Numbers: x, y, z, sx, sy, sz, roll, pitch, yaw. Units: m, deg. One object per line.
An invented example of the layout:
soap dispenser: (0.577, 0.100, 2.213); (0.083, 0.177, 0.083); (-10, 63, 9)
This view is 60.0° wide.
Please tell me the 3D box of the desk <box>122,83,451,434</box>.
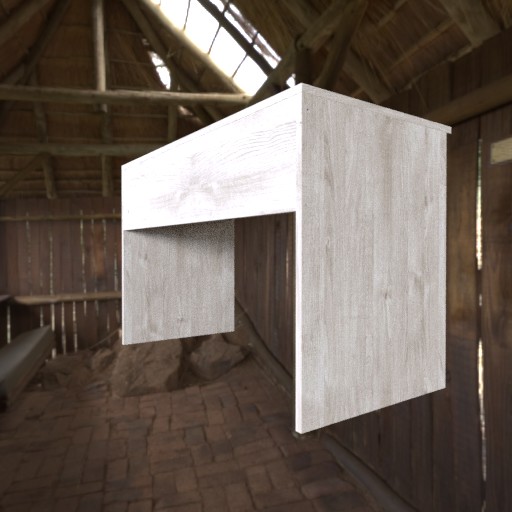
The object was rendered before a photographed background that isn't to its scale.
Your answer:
desk: (0.000, 0.000, 1.530); (0.560, 0.730, 1.100); (0, 1, -36)
